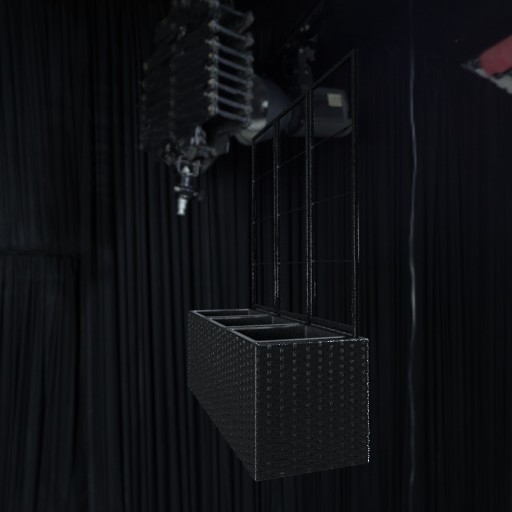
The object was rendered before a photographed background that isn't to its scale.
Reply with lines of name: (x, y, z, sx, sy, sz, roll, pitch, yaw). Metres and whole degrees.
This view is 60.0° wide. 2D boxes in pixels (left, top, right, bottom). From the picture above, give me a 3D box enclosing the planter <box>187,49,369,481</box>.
planter: (0.000, 0.000, 1.184, 0.244, 0.841, 0.698, 1, -2, -19)
